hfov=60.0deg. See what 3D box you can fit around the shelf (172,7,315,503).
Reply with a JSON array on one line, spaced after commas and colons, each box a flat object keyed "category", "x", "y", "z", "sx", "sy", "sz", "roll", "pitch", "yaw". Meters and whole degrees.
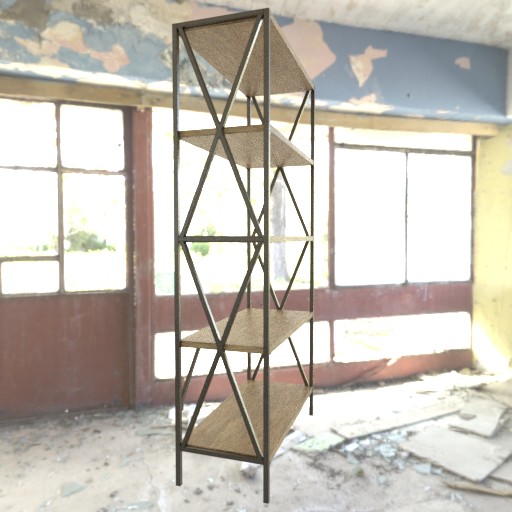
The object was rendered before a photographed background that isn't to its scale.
[{"category": "shelf", "x": 0.000, "y": 0.000, "z": 2.085, "sx": 0.386, "sy": 1.803, "sz": 0.874, "roll": 1, "pitch": 3, "yaw": 18}]
